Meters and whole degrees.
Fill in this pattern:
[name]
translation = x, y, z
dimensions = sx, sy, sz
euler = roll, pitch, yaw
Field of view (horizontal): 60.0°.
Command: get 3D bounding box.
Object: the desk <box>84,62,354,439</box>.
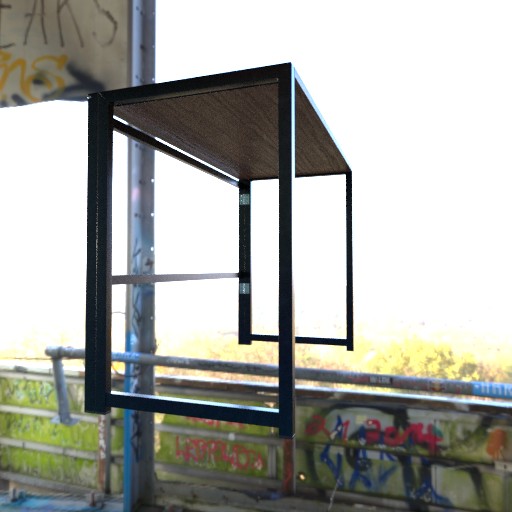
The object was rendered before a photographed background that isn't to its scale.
[desk]
translation = 0.000, 0.000, 1.452
dimensions = 0.508, 0.762, 1.016
euler = -1, -2, 19
